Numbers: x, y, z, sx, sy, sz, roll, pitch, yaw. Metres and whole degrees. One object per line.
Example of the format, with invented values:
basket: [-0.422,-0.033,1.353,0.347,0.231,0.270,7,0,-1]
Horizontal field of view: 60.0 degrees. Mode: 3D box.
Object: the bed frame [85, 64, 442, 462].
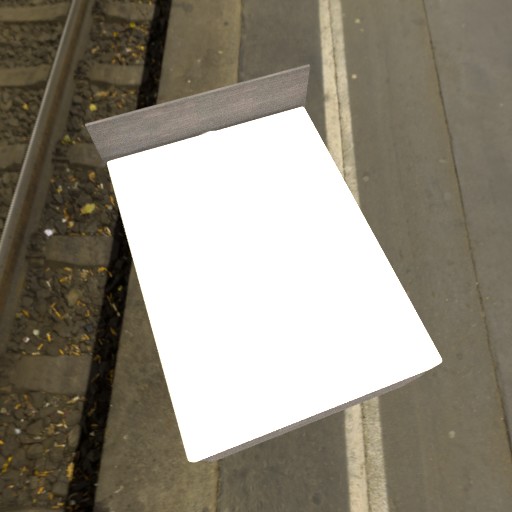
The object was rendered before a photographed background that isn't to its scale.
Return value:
bed frame: [0.000,0.000,2.627,1.400,0.800,1.900,-18,66,-9]
